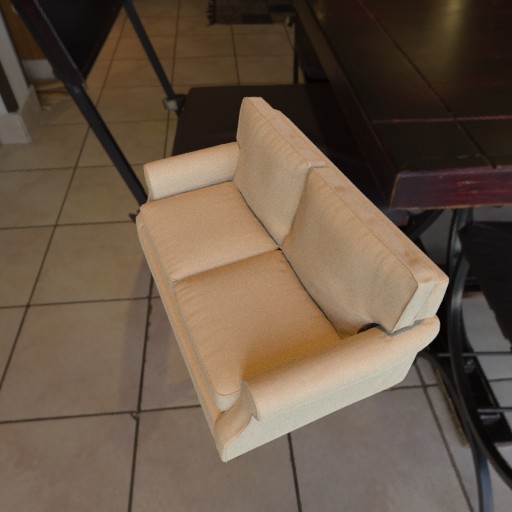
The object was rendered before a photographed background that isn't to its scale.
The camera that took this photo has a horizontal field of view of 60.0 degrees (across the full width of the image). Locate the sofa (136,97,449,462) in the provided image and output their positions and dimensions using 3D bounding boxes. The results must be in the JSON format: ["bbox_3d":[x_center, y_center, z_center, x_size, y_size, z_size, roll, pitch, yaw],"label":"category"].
[{"bbox_3d":[0.000,0.000,2.217,0.964,0.937,1.665,-17,48,-17],"label":"sofa"}]
